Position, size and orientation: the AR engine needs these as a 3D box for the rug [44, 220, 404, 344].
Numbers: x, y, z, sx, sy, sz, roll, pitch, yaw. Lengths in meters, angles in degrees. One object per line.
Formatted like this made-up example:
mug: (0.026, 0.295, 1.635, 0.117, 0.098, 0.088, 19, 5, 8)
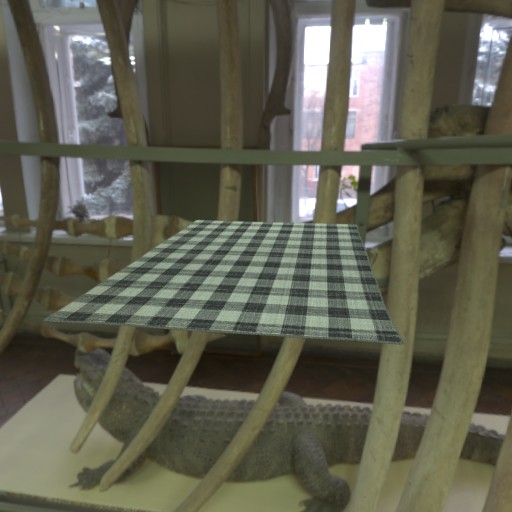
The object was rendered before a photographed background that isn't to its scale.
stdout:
rug: (0.000, 0.000, 3.042, 1.554, 0.011, 2.476, 2, 15, 8)
